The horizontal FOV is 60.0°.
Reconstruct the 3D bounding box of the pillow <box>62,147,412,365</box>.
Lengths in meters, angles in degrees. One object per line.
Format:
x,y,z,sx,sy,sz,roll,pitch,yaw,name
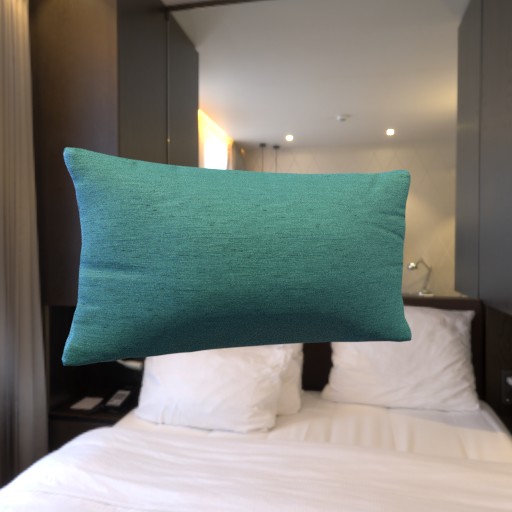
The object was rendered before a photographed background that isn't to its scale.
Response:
0.000,0.000,0.786,0.633,0.338,0.210,0,1,-18,pillow
